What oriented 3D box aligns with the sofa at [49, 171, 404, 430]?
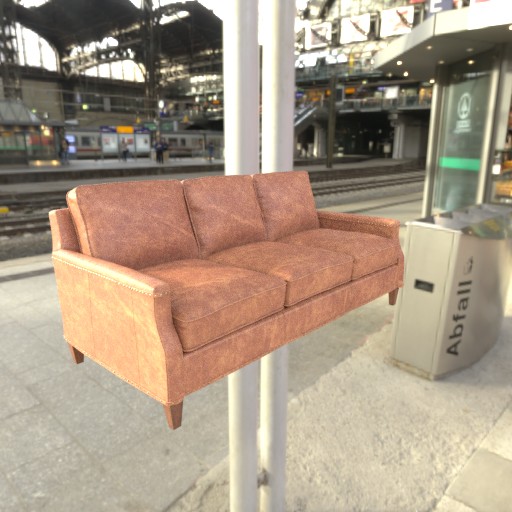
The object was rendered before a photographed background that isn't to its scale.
[{"bbox_3d":[0.000,0.000,2.888,1.084,1.003,2.246,12,19,41],"label":"sofa"}]
